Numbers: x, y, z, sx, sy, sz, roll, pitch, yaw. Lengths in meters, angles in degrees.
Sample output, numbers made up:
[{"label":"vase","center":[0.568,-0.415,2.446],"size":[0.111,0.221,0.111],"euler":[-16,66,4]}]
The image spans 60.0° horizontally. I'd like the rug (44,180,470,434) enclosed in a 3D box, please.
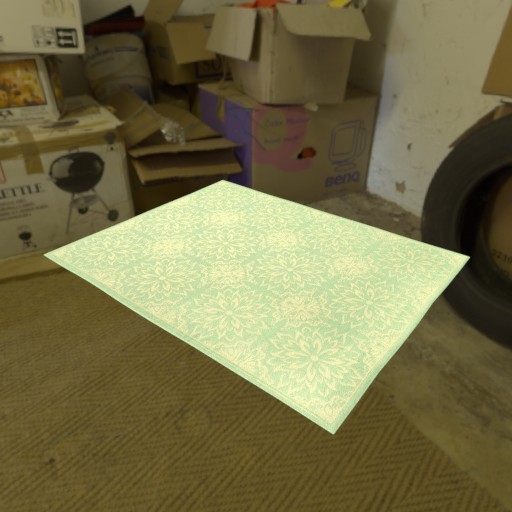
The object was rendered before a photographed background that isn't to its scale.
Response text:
[{"label":"rug","center":[0.000,0.000,3.948],"size":[2.980,0.012,2.363],"euler":[23,37,33]}]
